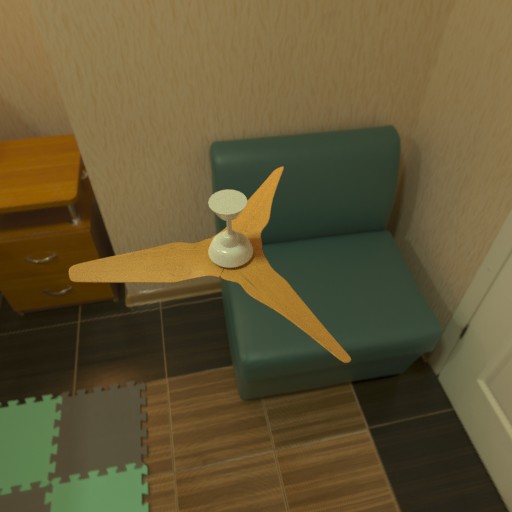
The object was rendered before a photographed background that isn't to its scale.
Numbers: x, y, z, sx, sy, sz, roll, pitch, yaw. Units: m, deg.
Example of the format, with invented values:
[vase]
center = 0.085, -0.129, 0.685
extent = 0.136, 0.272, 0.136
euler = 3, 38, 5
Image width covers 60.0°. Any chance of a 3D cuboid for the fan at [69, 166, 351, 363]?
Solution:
[fan]
center = 0.000, 0.000, 1.698
extent = 1.142, 0.355, 1.010
euler = -32, 55, -27
